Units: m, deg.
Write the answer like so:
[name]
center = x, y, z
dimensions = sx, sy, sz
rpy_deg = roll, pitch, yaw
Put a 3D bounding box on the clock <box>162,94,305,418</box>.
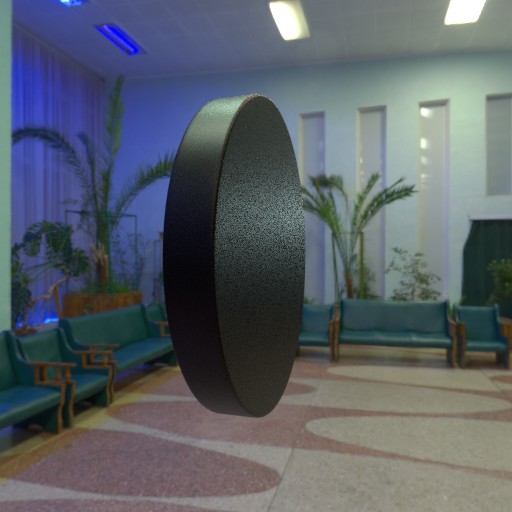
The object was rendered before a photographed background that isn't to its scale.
[clock]
center = 0.000, 0.000, 0.460
dimensions = 0.040, 0.314, 0.314
rpy_deg = 0, 0, 18
